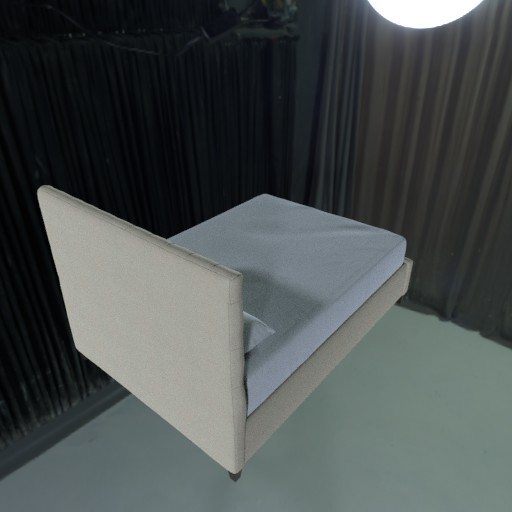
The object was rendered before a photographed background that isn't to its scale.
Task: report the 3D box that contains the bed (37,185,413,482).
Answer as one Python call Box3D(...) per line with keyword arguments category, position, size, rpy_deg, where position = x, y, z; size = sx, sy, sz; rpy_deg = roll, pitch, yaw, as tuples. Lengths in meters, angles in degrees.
Box3D(category="bed", position=(0.000, 0.000, 3.467), size=(1.698, 1.427, 2.387), rpy_deg=(23, 37, 34))
